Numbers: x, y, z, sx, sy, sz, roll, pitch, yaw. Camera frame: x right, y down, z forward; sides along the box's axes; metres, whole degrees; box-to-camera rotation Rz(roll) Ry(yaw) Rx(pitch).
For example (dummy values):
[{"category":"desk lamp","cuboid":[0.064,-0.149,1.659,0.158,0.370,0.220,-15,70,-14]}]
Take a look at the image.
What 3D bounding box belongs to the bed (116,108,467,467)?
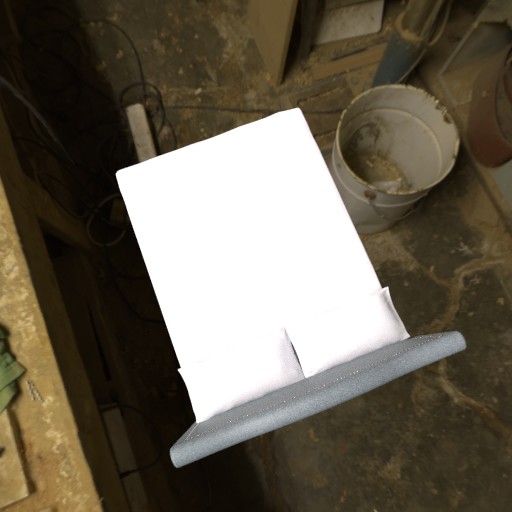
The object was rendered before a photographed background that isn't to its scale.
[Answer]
[{"category":"bed","cuboid":[0.000,0.000,3.251,1.753,1.460,2.143,-21,78,-5]}]
